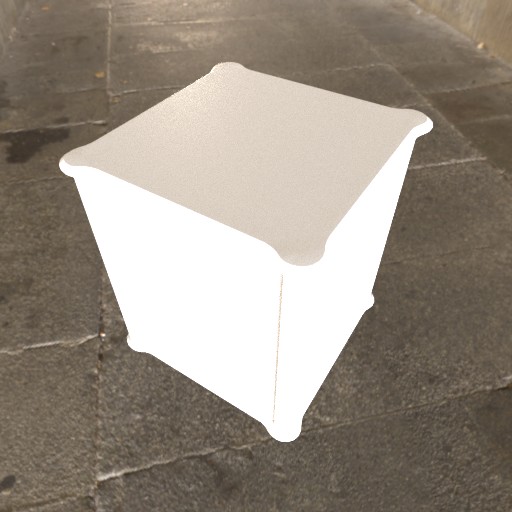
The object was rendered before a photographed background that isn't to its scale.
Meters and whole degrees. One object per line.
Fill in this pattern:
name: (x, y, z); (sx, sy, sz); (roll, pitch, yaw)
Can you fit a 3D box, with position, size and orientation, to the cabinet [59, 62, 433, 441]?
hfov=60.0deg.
cabinet: (0.000, 0.000, 1.252); (0.628, 0.761, 0.627); (25, 50, 22)
